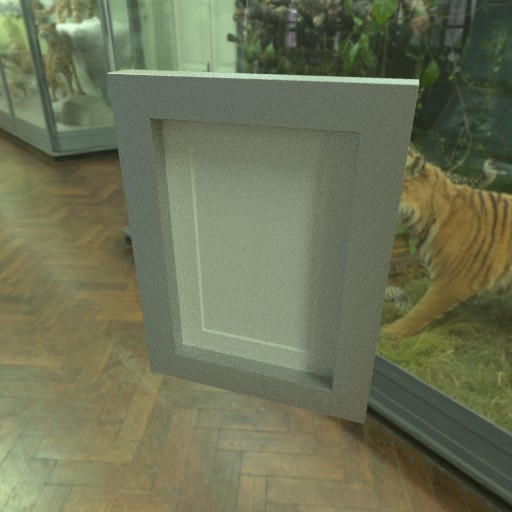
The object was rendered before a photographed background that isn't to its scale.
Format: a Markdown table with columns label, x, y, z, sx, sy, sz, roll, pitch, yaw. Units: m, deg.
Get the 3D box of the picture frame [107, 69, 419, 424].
| label | x | y | z | sx | sy | sz | roll | pitch | yaw |
| --- | --- | --- | --- | --- | --- | --- | --- | --- | --- |
| picture frame | 0.000 | 0.000 | 0.274 | 0.157 | 0.208 | 0.028 | 9 | 29 | 16 |
